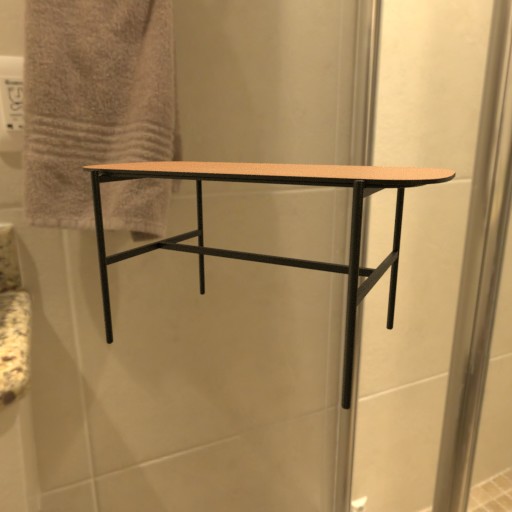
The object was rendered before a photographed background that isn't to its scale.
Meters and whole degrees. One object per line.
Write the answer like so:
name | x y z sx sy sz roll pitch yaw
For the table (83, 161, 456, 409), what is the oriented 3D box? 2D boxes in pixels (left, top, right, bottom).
table | 0.000 0.000 1.023 0.800 0.400 0.400 7 16 26
